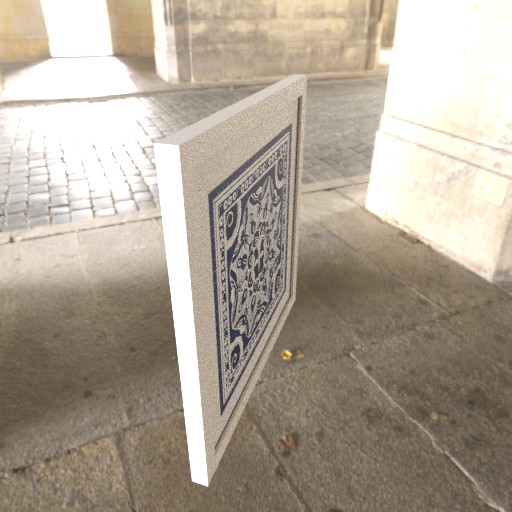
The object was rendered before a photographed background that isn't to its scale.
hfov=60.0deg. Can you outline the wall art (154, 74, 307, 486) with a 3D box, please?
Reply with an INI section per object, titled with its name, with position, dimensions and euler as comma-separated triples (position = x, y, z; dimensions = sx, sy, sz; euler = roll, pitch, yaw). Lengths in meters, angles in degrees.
[wall art]
position = 0.000, 0.000, 0.819
dimensions = 0.028, 0.559, 0.559
euler = 10, 31, 17
